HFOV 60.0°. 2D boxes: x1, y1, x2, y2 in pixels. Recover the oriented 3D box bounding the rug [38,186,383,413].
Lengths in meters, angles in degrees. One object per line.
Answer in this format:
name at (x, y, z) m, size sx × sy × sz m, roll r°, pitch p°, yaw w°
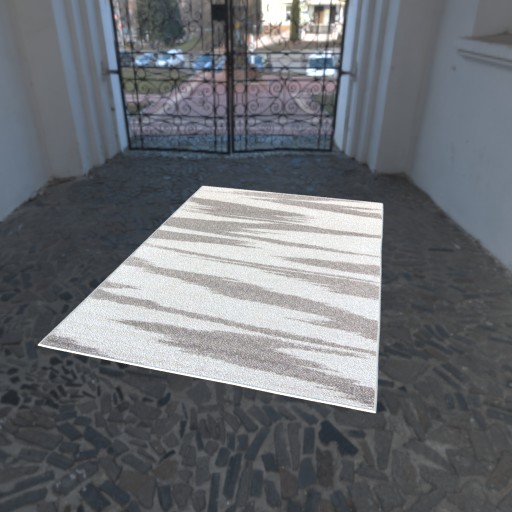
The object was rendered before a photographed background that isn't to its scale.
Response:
rug at (0.000, 0.000, 2.782) m, size 1.533 × 0.010 × 2.142 m, roll 7°, pitch 30°, yaw 13°
